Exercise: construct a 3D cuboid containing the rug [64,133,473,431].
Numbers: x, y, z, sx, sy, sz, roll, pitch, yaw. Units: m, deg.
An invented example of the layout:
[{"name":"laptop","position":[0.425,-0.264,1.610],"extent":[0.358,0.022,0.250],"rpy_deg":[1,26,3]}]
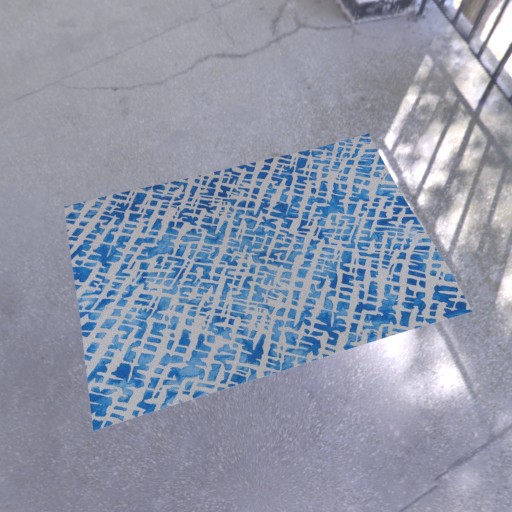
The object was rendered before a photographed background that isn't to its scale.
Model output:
[{"name":"rug","position":[0.000,0.000,2.291],"extent":[1.830,0.011,1.209],"rpy_deg":[-15,63,-8]}]
